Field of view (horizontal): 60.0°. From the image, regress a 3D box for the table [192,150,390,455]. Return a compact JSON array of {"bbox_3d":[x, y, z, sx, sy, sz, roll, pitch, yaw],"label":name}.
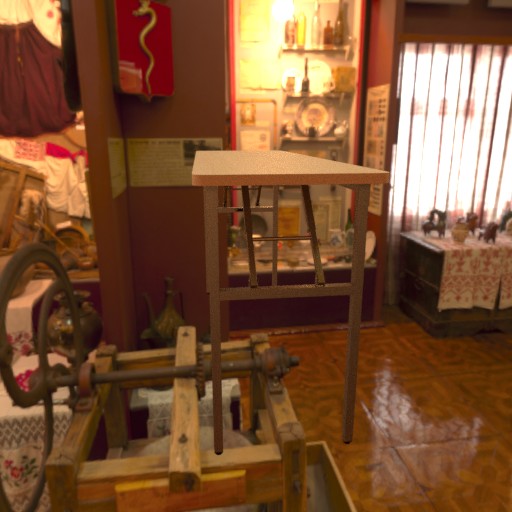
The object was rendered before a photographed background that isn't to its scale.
[{"bbox_3d":[0.000,0.000,1.726,0.446,0.750,1.397,-2,15,-7],"label":"table"}]
